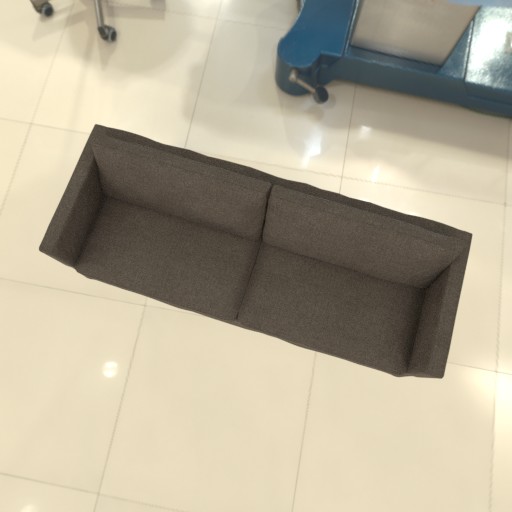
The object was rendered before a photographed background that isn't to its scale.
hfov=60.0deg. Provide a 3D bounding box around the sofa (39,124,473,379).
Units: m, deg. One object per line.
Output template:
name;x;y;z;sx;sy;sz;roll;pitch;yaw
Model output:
sofa;0.000;0.000;3.282;2.779;0.998;1.036;17;76;4
